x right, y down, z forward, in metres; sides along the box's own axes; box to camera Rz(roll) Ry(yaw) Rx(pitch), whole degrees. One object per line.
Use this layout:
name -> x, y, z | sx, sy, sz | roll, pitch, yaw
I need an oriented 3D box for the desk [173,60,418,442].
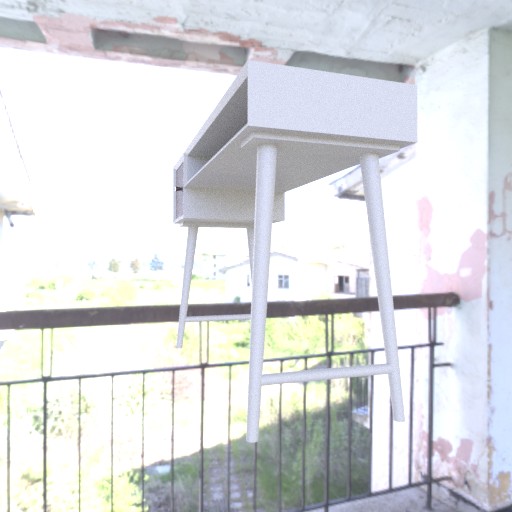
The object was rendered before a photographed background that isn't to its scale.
desk -> 0.000, 0.000, 1.434 | 0.409, 0.761, 1.069 | 0, 0, -18
